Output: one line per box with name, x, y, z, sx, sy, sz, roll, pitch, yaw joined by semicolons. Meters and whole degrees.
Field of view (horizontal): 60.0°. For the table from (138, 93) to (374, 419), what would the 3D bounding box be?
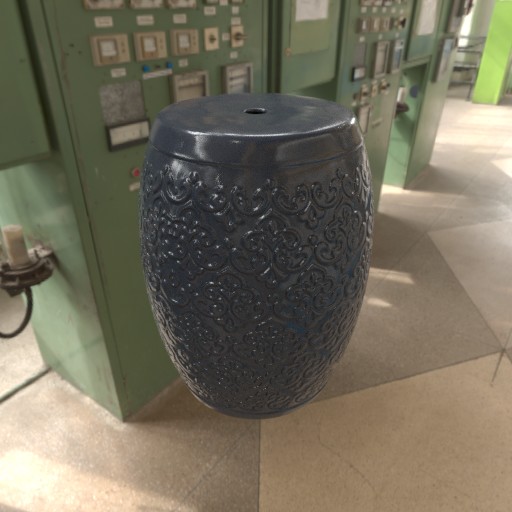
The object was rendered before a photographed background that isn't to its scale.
table;0.000;0.000;0.619;0.309;0.397;0.309;0;30;0
